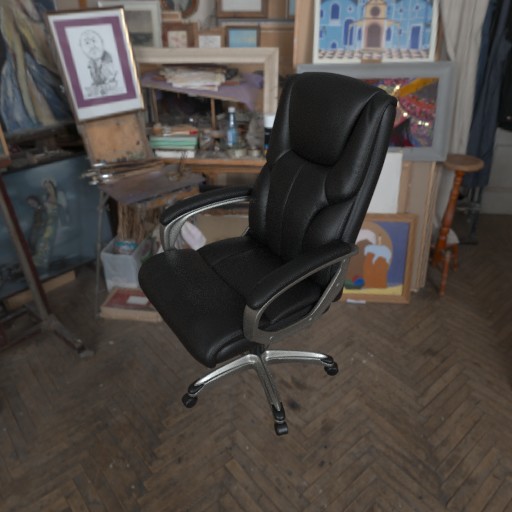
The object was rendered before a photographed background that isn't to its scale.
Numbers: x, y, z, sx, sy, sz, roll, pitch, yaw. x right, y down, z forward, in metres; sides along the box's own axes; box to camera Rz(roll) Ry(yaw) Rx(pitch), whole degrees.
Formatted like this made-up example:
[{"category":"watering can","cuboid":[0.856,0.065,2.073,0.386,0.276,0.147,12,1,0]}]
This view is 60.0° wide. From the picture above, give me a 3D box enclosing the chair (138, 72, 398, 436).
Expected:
[{"category":"chair","cuboid":[0.000,0.000,1.582,0.739,1.155,0.663,-20,37,-28]}]
